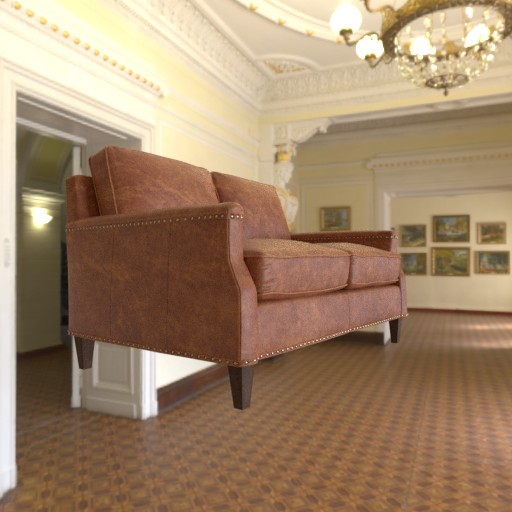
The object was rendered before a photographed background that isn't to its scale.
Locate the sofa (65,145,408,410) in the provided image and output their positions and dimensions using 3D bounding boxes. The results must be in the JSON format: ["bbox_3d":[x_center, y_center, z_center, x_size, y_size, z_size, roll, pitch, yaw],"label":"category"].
[{"bbox_3d":[0.000,0.000,2.298,1.084,1.003,1.597,-1,-1,37],"label":"sofa"}]
